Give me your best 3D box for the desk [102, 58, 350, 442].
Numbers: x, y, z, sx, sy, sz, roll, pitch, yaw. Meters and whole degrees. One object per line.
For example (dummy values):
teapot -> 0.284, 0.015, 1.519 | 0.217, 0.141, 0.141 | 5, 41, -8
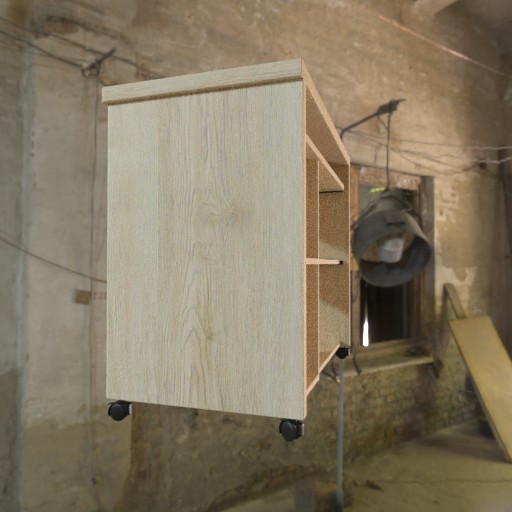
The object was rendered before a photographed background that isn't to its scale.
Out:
desk -> 0.000, 0.000, 1.369 | 0.480, 0.770, 0.885 | 0, -1, 18
